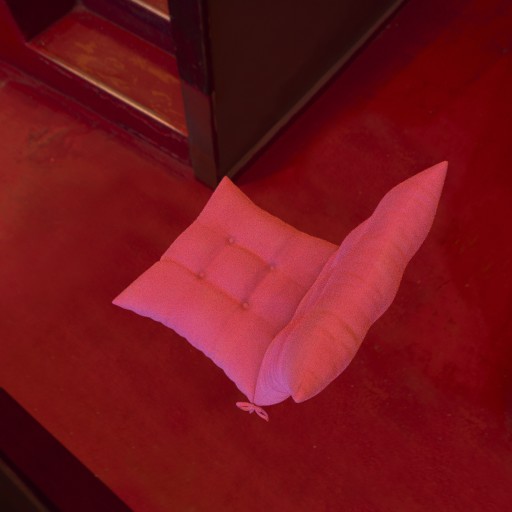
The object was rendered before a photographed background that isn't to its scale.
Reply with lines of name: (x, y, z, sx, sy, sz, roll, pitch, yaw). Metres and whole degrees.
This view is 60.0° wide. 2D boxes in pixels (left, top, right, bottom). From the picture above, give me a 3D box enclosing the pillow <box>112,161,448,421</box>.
pillow: (0.000, 0.000, 1.003, 0.585, 0.536, 0.541, 33, 69, 14)
